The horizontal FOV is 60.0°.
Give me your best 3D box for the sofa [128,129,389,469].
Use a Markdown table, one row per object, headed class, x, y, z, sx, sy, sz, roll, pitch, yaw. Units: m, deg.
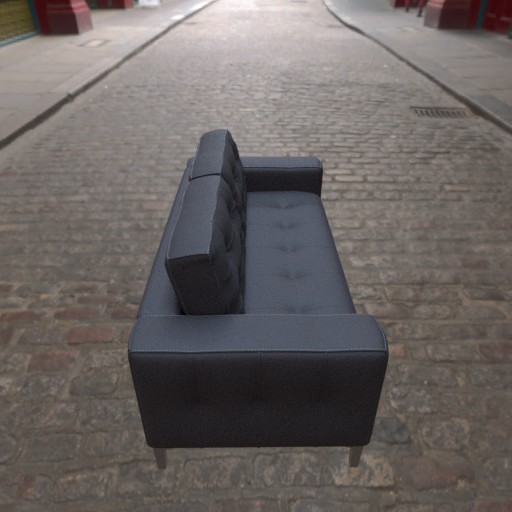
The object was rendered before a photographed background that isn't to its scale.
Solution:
| class | x | y | z | sx | sy | sz | roll | pitch | yaw |
| --- | --- | --- | --- | --- | --- | --- | --- | --- | --- |
| sofa | 0.000 | 0.000 | 2.161 | 0.833 | 0.893 | 1.726 | 0 | 33 | 0 |
